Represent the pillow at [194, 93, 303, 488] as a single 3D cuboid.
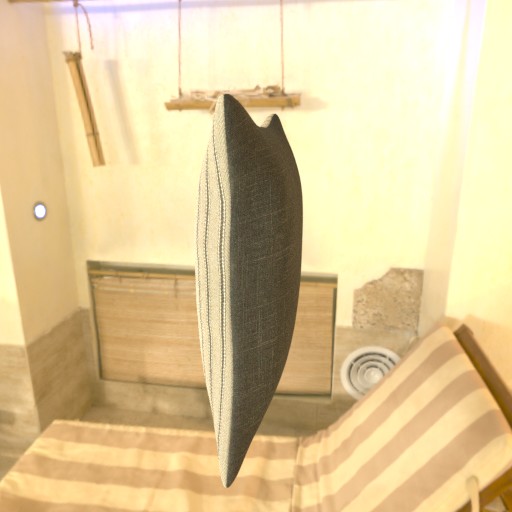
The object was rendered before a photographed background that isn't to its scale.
[{"bbox_3d":[0.000,0.000,0.687,0.138,0.444,0.468,2,16,8],"label":"pillow"}]
